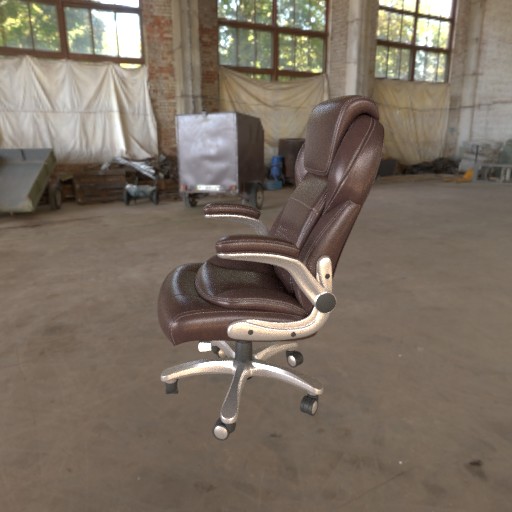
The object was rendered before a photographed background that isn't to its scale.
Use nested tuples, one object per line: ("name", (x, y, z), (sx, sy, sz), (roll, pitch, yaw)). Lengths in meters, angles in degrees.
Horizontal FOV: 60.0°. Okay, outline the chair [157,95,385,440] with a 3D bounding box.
("chair", (0.000, 0.000, 1.703), (0.774, 1.160, 0.733), (-3, 16, -9))
